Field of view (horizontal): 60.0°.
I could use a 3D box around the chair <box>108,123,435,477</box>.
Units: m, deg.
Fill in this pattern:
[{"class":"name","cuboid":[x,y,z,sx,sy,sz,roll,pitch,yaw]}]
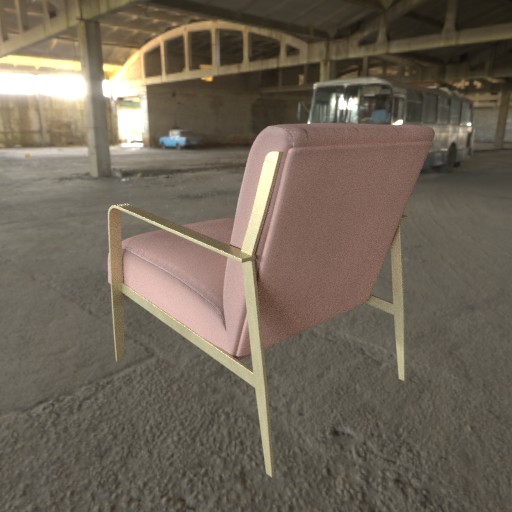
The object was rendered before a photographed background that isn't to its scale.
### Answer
[{"class":"chair","cuboid":[0.000,0.000,1.442,0.701,0.823,0.848,-15,22,-41]}]
